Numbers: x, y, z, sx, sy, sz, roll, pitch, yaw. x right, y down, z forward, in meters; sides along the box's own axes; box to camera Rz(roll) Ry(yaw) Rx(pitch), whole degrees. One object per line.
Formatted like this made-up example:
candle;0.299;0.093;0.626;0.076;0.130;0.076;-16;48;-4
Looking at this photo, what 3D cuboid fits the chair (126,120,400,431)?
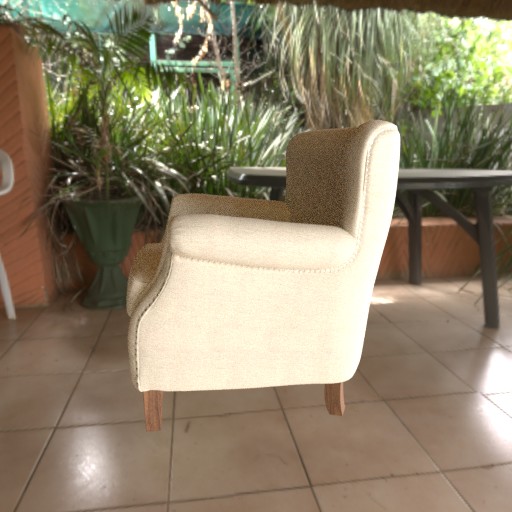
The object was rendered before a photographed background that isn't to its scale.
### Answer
chair;0.000;0.000;1.646;0.921;0.936;0.861;-2;13;-9
